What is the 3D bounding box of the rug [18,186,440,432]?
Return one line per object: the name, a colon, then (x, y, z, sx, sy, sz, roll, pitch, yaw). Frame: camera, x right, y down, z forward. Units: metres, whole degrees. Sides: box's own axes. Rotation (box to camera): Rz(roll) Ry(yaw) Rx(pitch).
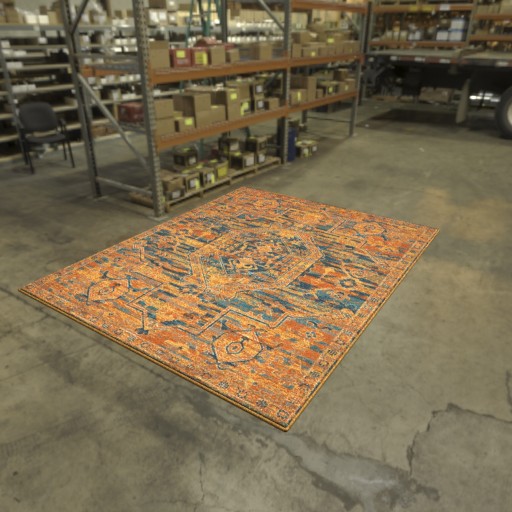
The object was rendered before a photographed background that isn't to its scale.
rug: (0.000, 0.000, 3.963, 2.435, 0.031, 3.040, 17, 32, 30)
